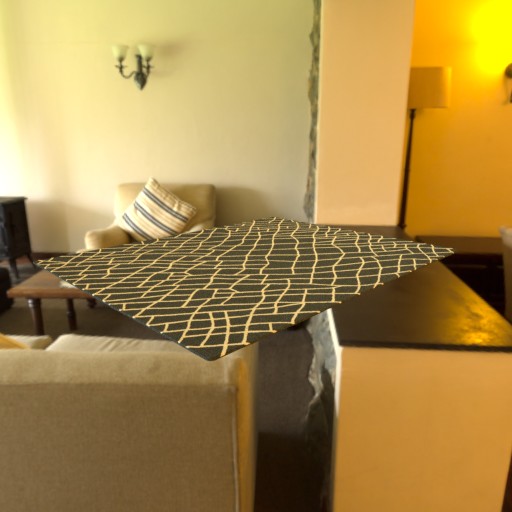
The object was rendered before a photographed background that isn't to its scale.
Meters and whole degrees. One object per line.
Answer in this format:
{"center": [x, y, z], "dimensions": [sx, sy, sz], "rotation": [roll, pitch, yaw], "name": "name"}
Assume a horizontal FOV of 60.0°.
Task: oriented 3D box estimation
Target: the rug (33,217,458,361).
{"center": [0.000, 0.000, 4.032], "dimensions": [3.047, 0.022, 2.439], "rotation": [-15, 21, -43], "name": "rug"}
